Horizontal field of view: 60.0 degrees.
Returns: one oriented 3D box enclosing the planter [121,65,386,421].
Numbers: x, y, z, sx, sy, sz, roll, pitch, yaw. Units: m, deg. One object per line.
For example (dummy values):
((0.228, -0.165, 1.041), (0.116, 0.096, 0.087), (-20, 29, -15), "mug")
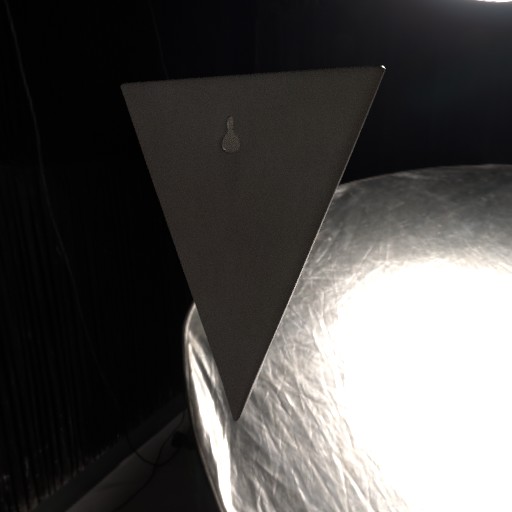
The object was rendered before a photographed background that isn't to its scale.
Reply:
((0.000, 0.000, 0.268), (0.150, 0.197, 0.060), (8, 17, 27), "planter")
